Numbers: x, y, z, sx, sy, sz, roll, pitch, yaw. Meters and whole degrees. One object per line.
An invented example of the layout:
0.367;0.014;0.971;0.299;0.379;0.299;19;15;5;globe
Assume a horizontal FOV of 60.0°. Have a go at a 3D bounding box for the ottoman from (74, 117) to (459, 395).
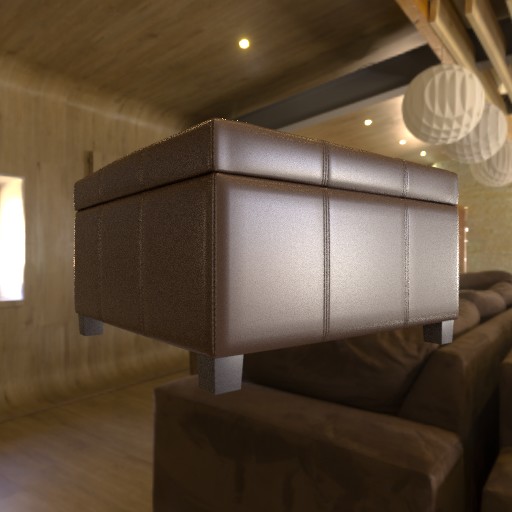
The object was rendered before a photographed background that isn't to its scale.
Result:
0.000;0.000;1.244;0.788;0.460;0.787;0;0;-38;ottoman
